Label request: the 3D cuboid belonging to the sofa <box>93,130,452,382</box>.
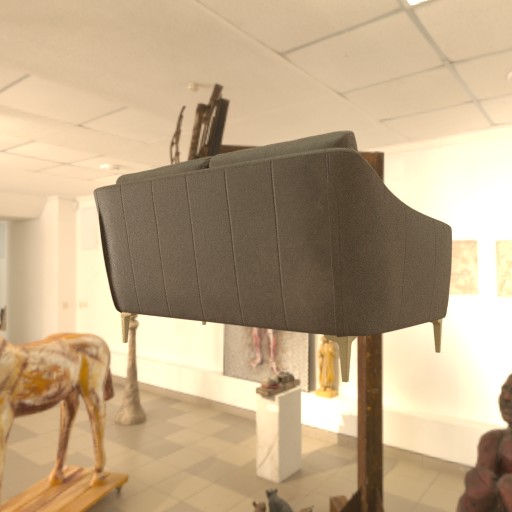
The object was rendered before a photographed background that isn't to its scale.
[{"bbox_3d":[0.000,0.000,2.190,1.619,0.902,0.960,-1,-1,37],"label":"sofa"}]
